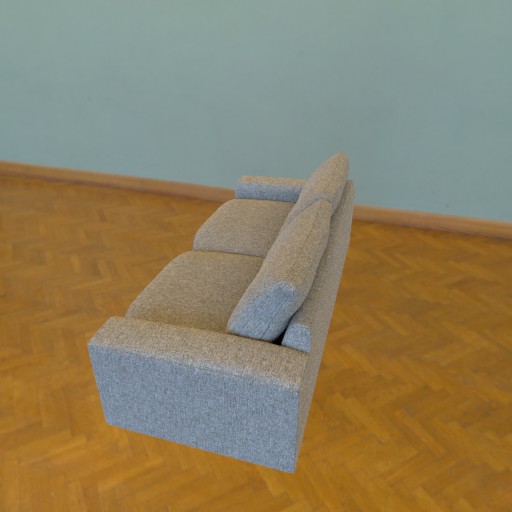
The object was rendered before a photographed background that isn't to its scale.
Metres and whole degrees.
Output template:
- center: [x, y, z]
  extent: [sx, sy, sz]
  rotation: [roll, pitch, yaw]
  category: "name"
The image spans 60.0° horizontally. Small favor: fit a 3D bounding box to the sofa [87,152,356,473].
- center: [0.000, 0.000, 2.873]
  extent: [1.040, 0.922, 2.299]
  rotation: [8, 31, 14]
  category: "sofa"
